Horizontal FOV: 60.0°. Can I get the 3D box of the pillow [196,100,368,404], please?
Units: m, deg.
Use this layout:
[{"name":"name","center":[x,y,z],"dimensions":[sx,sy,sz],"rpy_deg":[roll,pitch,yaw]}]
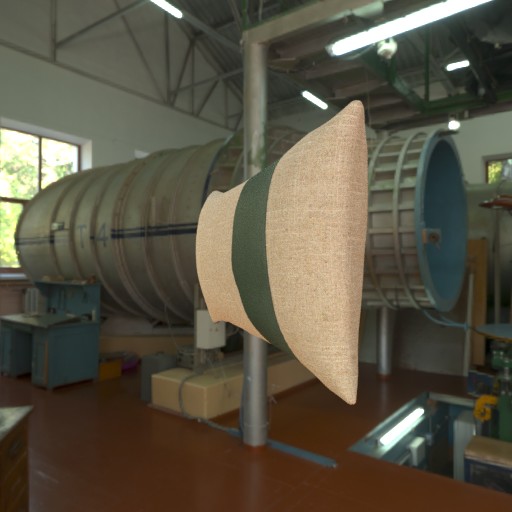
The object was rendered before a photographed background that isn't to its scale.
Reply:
[{"name":"pillow","center":[0.000,0.000,1.015],"dimensions":[0.197,0.429,0.859],"rpy_deg":[0,-1,-19]}]
